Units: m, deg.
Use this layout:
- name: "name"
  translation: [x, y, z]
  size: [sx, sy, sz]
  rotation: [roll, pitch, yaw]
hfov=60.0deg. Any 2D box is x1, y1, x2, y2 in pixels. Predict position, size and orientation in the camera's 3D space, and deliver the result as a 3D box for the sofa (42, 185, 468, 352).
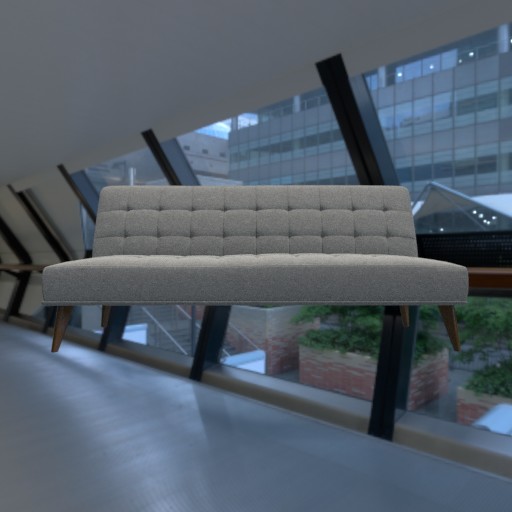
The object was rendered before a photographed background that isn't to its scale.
- name: "sofa"
  translation: [0.000, 0.000, 2.278]
  size: [1.800, 0.810, 0.860]
  rotation: [0, 0, -1]
